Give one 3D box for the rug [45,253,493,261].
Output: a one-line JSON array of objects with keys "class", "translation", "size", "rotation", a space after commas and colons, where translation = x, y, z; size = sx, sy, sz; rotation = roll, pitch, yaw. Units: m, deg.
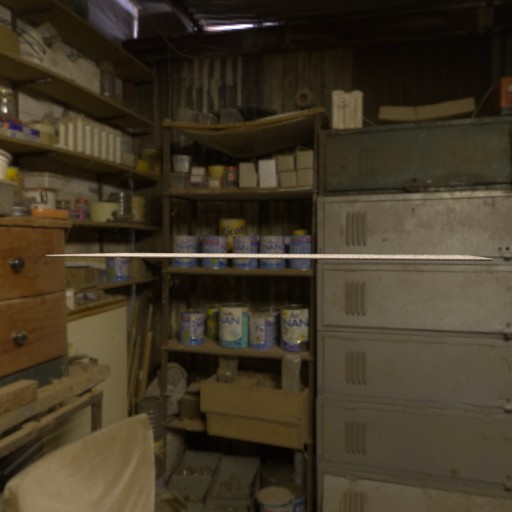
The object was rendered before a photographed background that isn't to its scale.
[{"class": "rug", "translation": [0.000, 0.000, 2.687], "size": [2.448, 0.012, 0.769], "rotation": [0, 1, 17]}]
